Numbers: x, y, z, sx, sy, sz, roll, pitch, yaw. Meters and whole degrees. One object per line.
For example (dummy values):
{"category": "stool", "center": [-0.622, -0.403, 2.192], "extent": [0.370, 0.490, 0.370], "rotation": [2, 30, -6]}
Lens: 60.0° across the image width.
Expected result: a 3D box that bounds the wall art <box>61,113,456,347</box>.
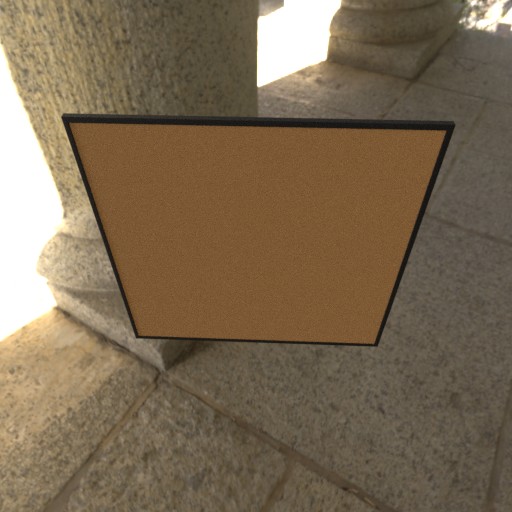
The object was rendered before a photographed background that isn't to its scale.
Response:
{"category": "wall art", "center": [0.000, 0.000, 0.986], "extent": [0.664, 0.663, 0.015], "rotation": [2, 45, 2]}
